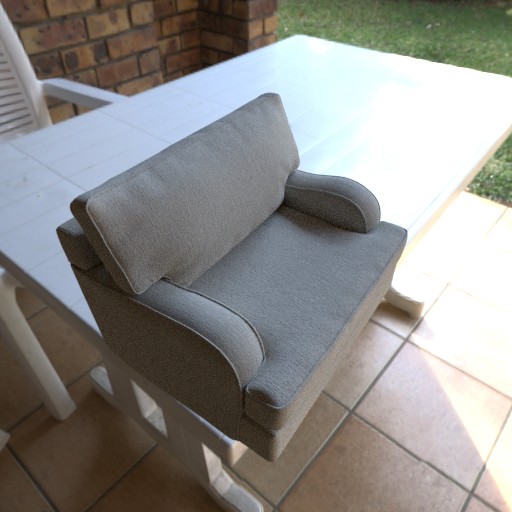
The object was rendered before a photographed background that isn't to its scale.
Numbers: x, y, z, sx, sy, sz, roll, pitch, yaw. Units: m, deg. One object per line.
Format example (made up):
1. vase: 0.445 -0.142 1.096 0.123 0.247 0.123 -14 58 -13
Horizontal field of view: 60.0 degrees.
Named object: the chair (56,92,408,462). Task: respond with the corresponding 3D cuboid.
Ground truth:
1. chair: 0.000 0.000 2.006 1.041 1.016 1.220 24 46 26
